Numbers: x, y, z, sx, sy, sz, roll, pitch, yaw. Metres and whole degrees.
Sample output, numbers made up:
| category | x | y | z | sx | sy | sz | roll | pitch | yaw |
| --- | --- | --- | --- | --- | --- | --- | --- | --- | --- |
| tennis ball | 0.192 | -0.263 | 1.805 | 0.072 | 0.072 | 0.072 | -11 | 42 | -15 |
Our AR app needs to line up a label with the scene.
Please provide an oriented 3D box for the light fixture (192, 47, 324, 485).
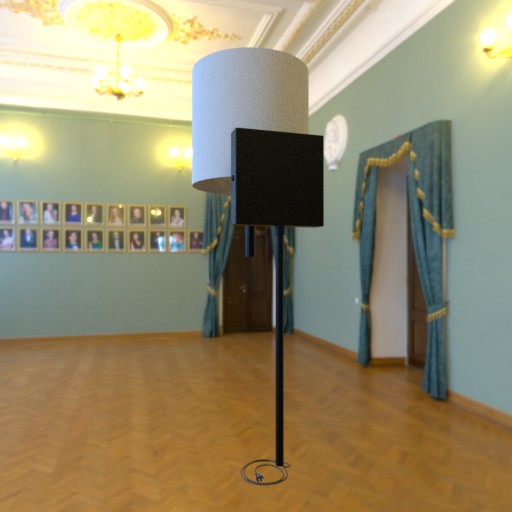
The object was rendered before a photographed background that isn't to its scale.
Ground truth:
| category | x | y | z | sx | sy | sz | roll | pitch | yaw |
| --- | --- | --- | --- | --- | --- | --- | --- | --- | --- |
| light fixture | 0.000 | 0.000 | 0.689 | 0.188 | 0.589 | 0.248 | 0 | -1 | -18 |
